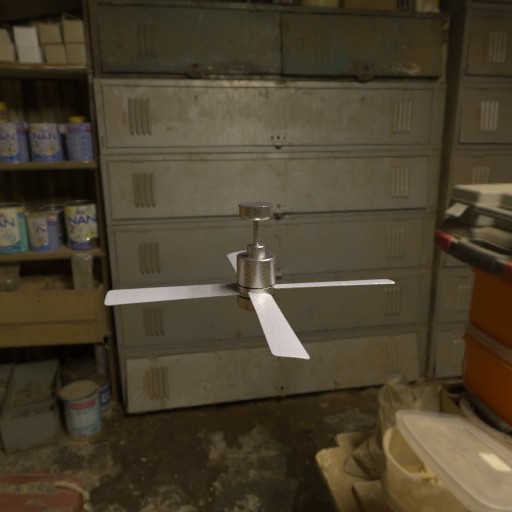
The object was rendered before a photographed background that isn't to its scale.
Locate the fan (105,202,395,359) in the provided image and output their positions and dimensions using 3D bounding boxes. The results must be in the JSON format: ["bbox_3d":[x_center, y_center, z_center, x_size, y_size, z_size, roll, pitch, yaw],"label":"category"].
[{"bbox_3d":[0.000,0.000,2.298,1.525,0.539,1.525,-2,15,-9],"label":"fan"}]
